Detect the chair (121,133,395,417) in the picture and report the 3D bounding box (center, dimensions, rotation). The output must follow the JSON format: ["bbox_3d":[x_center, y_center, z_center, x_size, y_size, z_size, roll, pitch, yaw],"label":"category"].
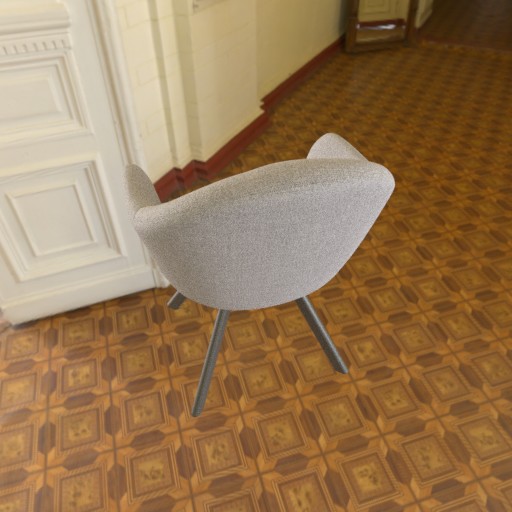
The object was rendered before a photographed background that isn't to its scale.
[{"bbox_3d":[0.000,0.000,1.174,0.590,0.795,0.550,-12,44,-13],"label":"chair"}]
